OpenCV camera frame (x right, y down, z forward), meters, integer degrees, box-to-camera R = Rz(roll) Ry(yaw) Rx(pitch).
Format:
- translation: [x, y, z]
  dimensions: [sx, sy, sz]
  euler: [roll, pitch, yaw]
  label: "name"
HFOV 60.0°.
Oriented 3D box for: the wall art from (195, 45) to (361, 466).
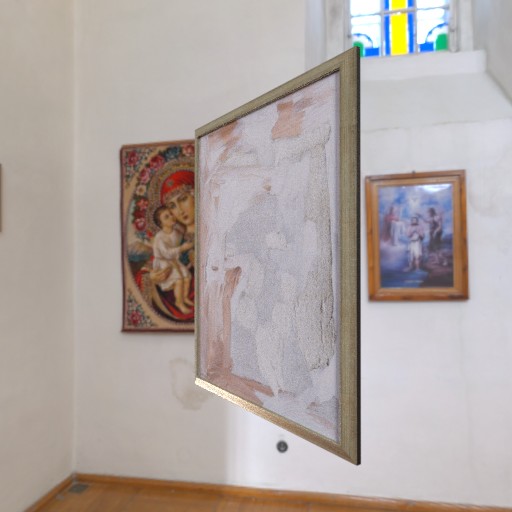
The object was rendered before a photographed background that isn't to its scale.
- translation: [0.000, 0.000, 0.926]
  dimensions: [0.018, 0.660, 0.559]
  euler: [0, 0, -35]
  label: "wall art"
